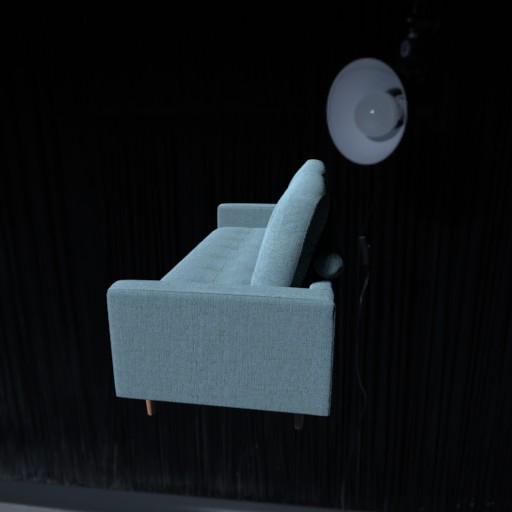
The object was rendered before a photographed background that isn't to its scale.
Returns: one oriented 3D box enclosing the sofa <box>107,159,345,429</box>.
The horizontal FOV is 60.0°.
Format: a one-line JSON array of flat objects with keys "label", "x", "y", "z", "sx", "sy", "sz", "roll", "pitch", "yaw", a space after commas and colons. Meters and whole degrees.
[{"label": "sofa", "x": 0.000, "y": 0.000, "z": 2.655, "sx": 0.966, "sy": 1.050, "sz": 2.010, "roll": 2, "pitch": 16, "yaw": 8}]
